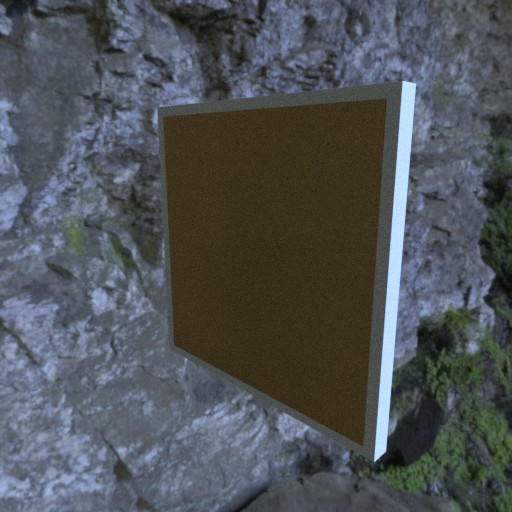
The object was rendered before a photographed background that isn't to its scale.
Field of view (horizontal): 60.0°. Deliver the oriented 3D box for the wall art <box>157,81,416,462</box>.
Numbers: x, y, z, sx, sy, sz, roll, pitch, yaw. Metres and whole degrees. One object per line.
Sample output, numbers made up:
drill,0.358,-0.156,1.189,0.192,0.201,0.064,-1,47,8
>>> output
wall art,0.000,0.000,0.455,0.020,0.307,0.307,-13,19,-43
